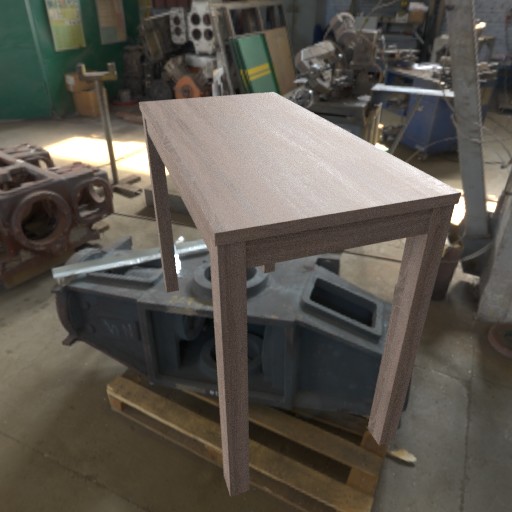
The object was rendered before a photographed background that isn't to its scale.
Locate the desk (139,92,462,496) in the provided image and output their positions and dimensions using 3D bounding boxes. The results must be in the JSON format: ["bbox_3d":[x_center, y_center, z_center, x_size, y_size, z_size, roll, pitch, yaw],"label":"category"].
[{"bbox_3d":[0.000,0.000,1.386,0.495,0.762,0.991,-11,33,-17],"label":"desk"}]
